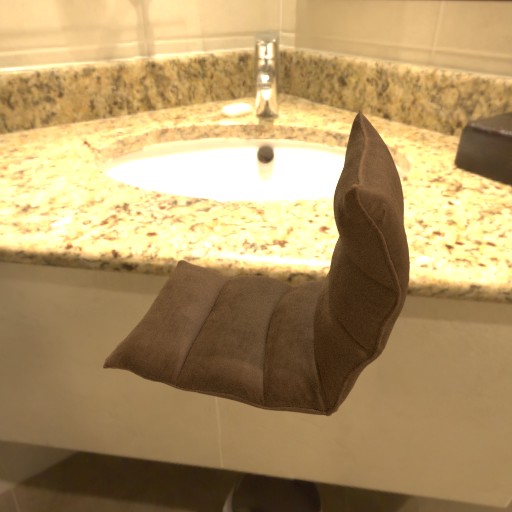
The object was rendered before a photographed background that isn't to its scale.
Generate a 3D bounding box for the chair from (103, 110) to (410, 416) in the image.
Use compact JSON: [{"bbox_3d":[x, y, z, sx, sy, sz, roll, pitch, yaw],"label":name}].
[{"bbox_3d":[0.000,0.000,1.575,0.985,0.892,0.714,9,33,14],"label":"chair"}]
